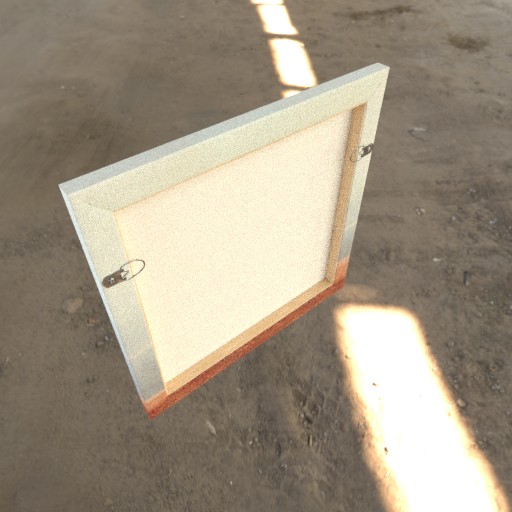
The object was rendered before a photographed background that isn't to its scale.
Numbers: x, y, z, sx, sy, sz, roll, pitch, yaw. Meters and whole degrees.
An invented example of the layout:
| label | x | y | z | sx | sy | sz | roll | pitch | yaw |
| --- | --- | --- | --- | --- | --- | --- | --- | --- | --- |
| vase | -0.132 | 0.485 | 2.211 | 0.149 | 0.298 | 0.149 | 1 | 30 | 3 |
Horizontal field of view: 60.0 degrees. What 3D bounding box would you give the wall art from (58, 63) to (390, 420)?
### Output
| label | x | y | z | sx | sy | sz | roll | pitch | yaw |
| --- | --- | --- | --- | --- | --- | --- | --- | --- | --- |
| wall art | 0.000 | 0.000 | 0.594 | 0.405 | 0.405 | 0.023 | -30 | 52 | -27 |
